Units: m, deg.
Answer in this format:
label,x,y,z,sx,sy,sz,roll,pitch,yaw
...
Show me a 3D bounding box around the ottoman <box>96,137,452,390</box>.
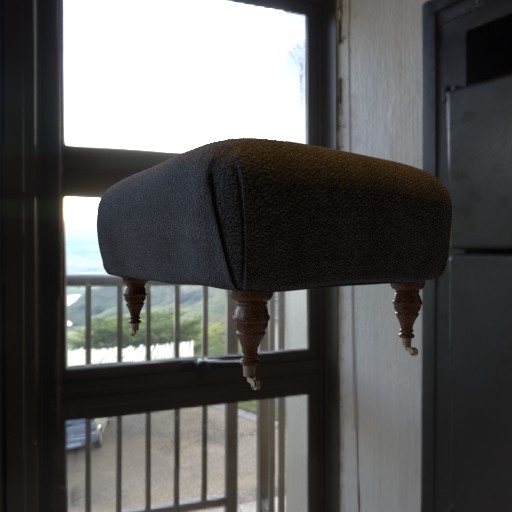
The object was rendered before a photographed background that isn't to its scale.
label,x,y,z,sx,sy,sz,roll,pitch,yaw
ottoman,0.000,0.000,1.111,0.622,0.450,0.747,0,0,-35
